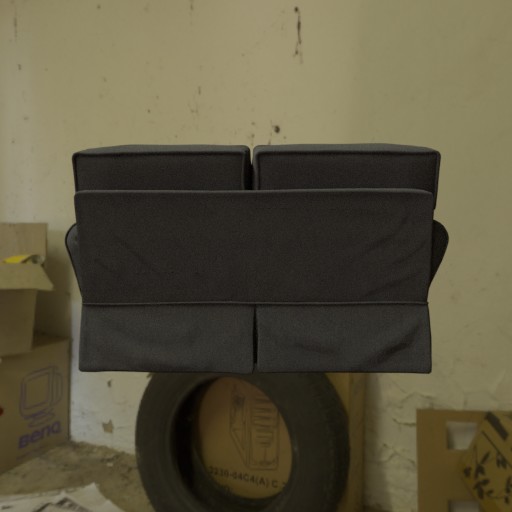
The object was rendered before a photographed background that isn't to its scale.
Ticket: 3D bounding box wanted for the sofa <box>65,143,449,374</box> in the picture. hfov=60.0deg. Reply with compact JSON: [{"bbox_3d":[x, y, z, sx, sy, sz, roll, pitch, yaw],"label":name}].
[{"bbox_3d":[0.000,0.000,2.396,1.801,1.059,0.997,0,1,1],"label":"sofa"}]
